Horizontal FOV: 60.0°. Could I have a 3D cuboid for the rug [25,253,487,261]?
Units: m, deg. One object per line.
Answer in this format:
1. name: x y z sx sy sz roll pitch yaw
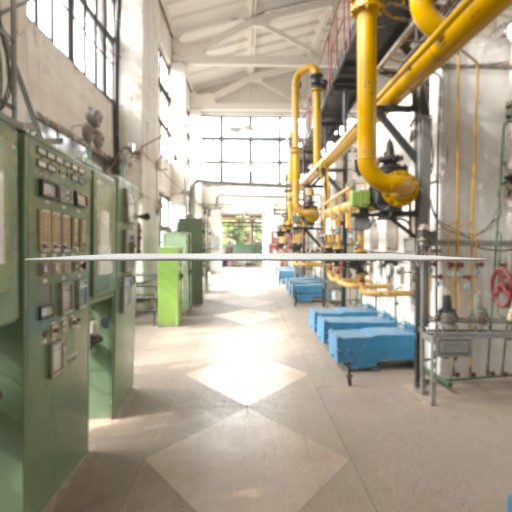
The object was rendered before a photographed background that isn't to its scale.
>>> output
1. rug: 0.000 0.000 2.363 1.835 0.012 1.231 0 1 0
